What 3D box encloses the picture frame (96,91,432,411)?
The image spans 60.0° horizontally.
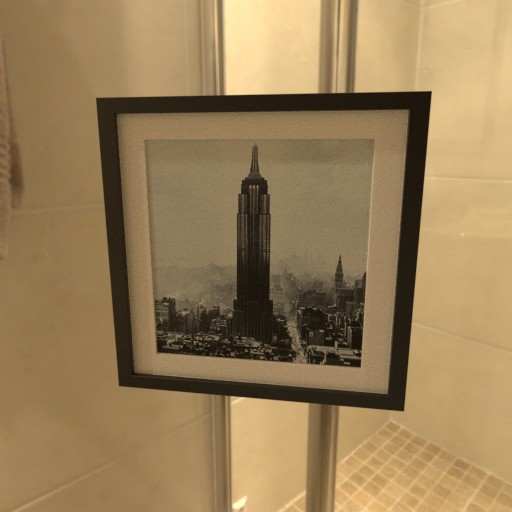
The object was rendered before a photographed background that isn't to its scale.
[{"bbox_3d":[0.000,0.000,0.517,0.355,0.353,0.029,2,14,9],"label":"picture frame"}]
